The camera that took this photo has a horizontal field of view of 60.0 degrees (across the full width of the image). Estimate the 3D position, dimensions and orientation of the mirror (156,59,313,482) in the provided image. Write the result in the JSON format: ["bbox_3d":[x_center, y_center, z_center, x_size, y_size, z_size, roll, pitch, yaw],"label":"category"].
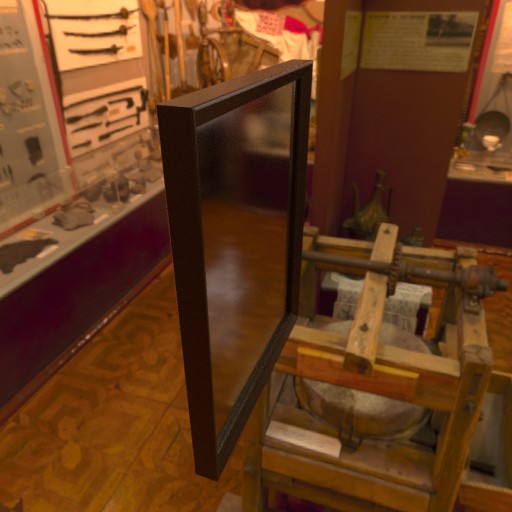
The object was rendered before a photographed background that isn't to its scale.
[{"bbox_3d":[0.000,0.000,0.669,0.041,0.509,0.406,11,31,18],"label":"mirror"}]
